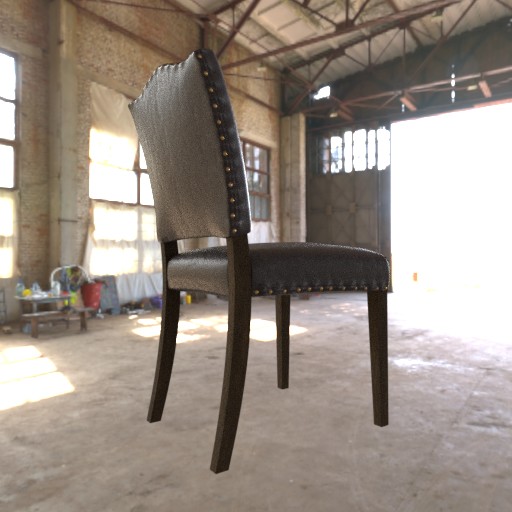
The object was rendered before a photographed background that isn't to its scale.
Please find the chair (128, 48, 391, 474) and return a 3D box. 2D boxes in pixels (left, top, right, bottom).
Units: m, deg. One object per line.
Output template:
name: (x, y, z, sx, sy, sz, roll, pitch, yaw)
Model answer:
chair: (0.000, 0.000, 1.321, 0.633, 0.991, 0.500, 0, 0, -36)
